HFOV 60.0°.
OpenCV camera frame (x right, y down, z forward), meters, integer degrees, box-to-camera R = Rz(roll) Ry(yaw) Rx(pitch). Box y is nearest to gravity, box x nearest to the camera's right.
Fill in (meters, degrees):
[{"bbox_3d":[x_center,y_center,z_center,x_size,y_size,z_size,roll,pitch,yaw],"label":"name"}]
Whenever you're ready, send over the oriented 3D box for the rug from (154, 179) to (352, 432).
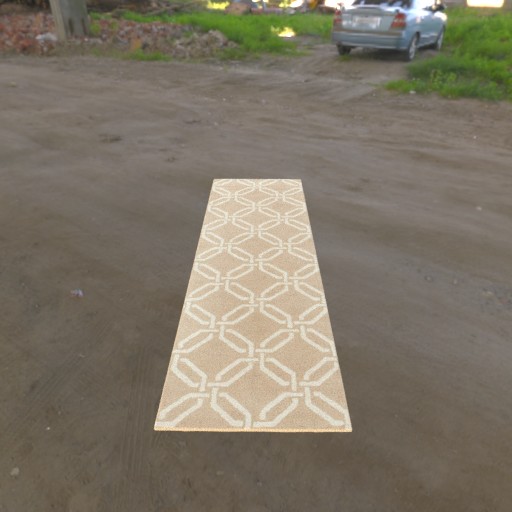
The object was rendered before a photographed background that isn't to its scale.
[{"bbox_3d":[0.000,0.000,2.479,0.678,0.014,2.276,0,31,0],"label":"rug"}]
